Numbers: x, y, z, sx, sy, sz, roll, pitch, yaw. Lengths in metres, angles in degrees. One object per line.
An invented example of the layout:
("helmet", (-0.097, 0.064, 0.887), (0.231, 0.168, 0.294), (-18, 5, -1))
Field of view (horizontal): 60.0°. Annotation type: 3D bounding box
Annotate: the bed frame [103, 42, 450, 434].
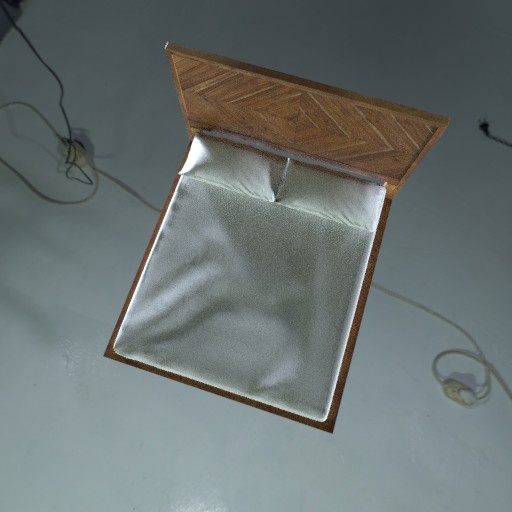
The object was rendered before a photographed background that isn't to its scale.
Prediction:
("bed frame", (0.000, 0.000, 3.529), (2.038, 1.537, 2.235), (17, 75, 5))
